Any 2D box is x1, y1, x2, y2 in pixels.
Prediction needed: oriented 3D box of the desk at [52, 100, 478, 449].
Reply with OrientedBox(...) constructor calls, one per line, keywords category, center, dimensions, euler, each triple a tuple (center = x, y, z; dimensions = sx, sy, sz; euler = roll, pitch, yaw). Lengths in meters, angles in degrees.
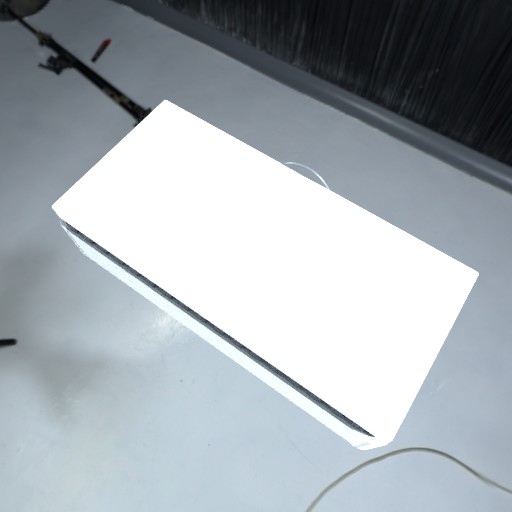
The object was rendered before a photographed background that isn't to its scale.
OrientedBox(category="desk", center=(0.000, 0.000, 2.240), dimensions=(1.900, 0.526, 0.900), euler=(32, 68, 15))
